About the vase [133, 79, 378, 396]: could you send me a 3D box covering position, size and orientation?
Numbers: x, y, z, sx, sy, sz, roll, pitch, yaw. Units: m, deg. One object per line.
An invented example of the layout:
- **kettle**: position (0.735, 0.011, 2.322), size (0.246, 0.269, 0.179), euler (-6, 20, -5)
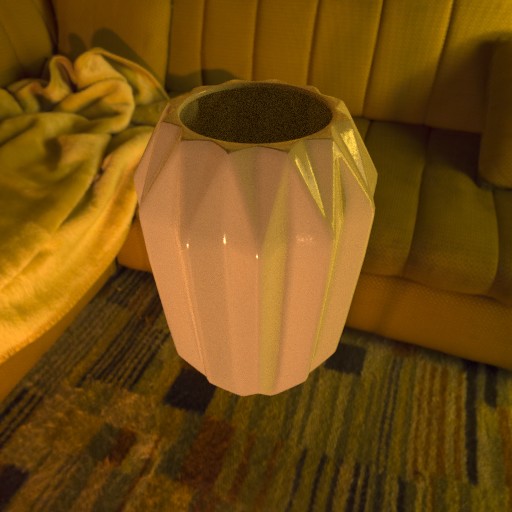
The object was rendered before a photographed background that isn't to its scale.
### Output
- **vase**: position (0.000, 0.000, 0.405), size (0.195, 0.275, 0.195), euler (0, 40, 0)
